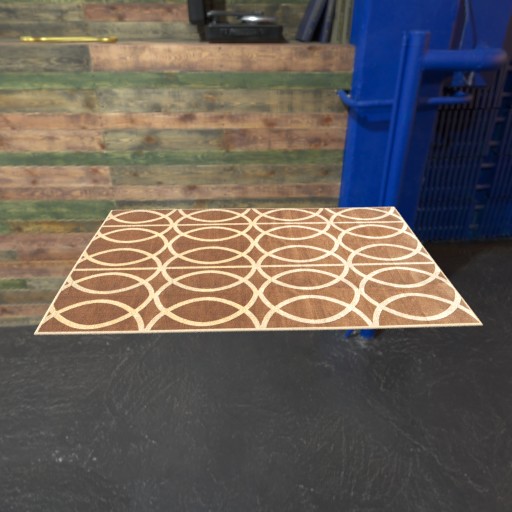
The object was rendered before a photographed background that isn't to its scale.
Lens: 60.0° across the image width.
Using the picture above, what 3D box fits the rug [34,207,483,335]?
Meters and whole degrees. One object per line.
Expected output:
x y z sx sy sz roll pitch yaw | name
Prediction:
0.000 0.000 2.905 2.294 0.014 1.528 -1 30 -2 | rug
